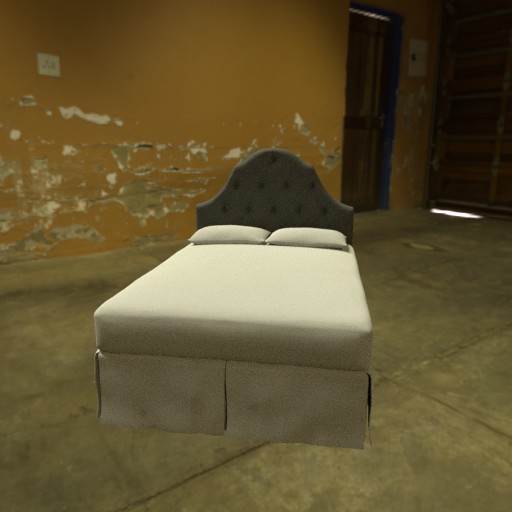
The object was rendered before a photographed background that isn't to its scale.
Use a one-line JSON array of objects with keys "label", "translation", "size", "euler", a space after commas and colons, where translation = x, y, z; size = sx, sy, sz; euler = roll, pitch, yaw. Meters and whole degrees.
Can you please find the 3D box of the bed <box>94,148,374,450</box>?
[{"label": "bed", "translation": [0.000, 0.000, 3.318], "size": [1.636, 1.575, 2.155], "euler": [2, 14, 9]}]
